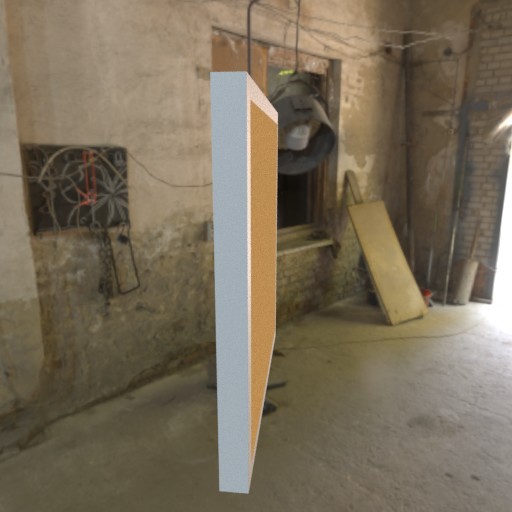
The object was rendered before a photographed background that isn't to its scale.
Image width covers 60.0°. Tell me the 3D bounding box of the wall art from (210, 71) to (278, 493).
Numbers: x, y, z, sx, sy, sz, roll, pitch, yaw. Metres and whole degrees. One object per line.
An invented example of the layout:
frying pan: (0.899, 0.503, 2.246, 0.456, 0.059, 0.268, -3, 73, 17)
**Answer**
wall art: (0.000, 0.000, 1.929, 0.098, 1.291, 1.289, 1, 13, 6)
